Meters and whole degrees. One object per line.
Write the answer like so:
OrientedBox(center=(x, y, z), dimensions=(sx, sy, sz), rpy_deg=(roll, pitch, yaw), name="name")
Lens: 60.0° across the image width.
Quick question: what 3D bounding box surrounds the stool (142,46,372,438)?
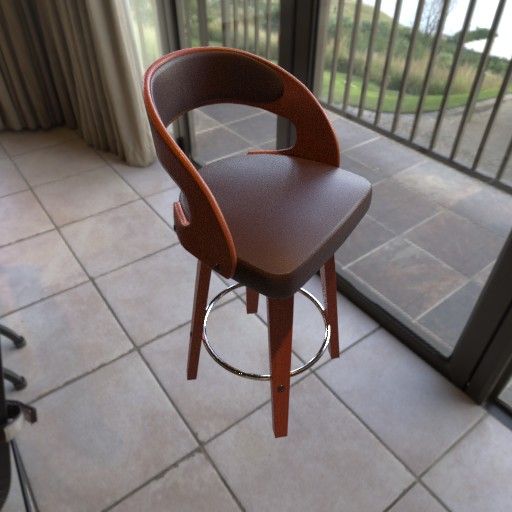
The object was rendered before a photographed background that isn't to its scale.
OrientedBox(center=(0.000, 0.000, 1.168), dimensions=(0.457, 0.940, 0.457), rpy_deg=(25, 47, 25), name="stool")
